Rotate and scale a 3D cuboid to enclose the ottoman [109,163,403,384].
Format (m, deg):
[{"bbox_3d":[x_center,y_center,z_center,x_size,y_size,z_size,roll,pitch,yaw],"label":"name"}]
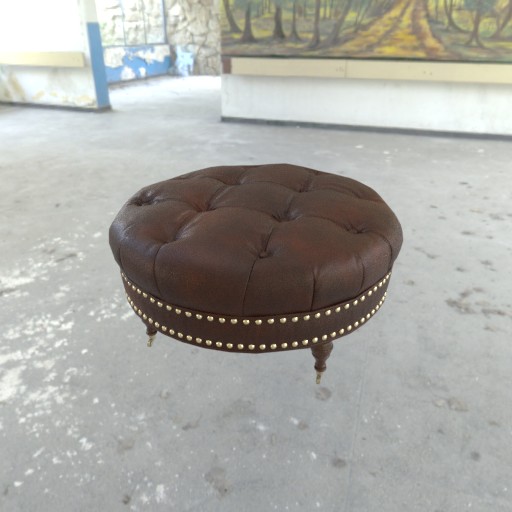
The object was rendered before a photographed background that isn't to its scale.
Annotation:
[{"bbox_3d":[0.000,0.000,1.452,0.901,0.455,0.901,0,27,0],"label":"ottoman"}]
